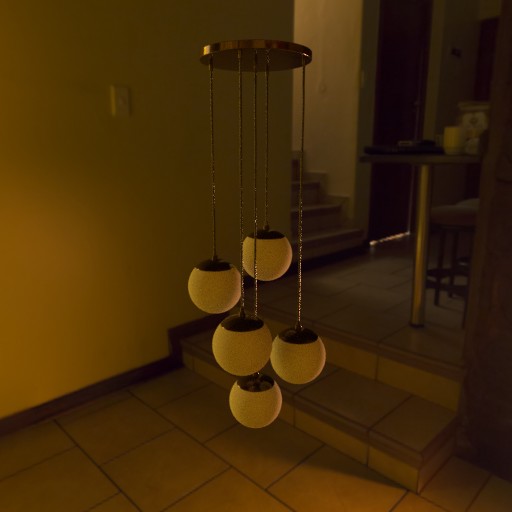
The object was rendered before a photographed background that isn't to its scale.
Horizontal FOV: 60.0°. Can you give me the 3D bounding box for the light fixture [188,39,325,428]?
[{"bbox_3d":[0.000,0.000,1.496,0.484,1.271,0.489,6,14,24],"label":"light fixture"}]
